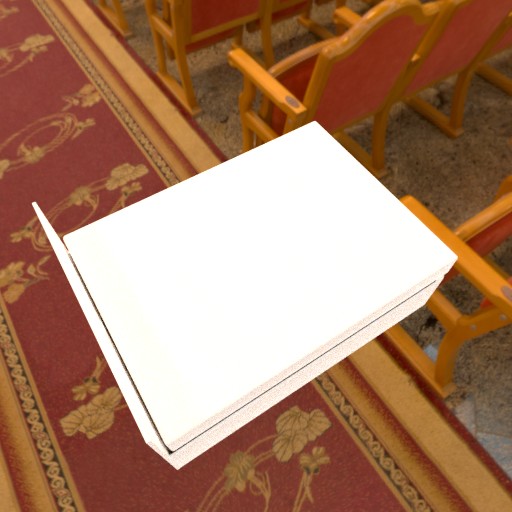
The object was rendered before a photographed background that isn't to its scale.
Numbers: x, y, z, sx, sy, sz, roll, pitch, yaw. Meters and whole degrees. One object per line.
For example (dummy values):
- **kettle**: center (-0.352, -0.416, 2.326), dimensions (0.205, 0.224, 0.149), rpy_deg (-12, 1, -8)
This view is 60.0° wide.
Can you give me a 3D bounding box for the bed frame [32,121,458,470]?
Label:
- **bed frame**: center (0.000, 0.000, 2.626), dimensions (1.900, 0.800, 1.400), rpy_deg (-29, 62, -17)
